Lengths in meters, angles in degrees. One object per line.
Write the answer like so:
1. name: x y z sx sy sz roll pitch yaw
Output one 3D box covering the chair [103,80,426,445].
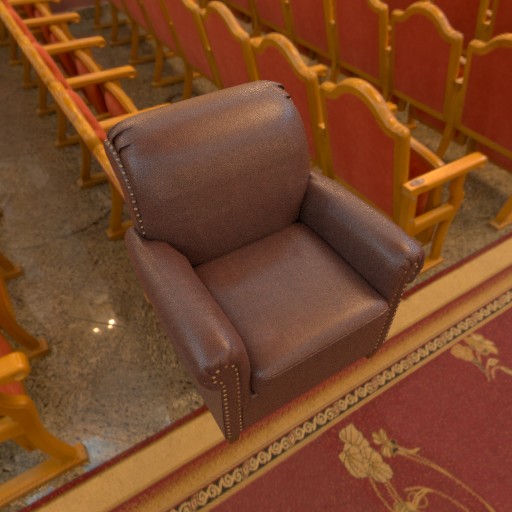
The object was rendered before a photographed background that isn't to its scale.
1. chair: 0.000 0.000 1.619 0.854 0.927 0.890 -24 51 -21
